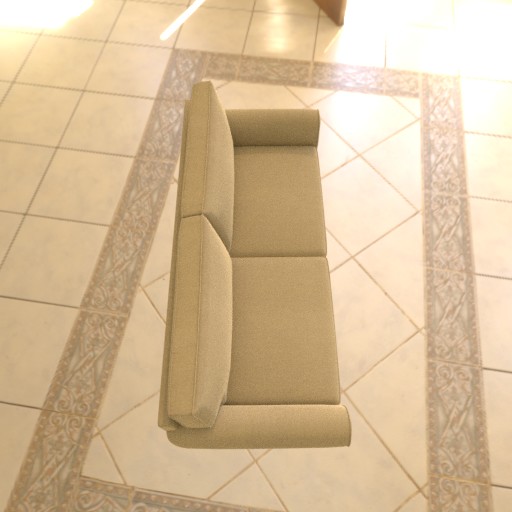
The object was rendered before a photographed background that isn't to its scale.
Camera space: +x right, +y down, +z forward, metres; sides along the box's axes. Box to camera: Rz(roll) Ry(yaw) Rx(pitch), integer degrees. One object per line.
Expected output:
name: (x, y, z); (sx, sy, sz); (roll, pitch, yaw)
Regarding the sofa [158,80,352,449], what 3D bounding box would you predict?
sofa: (0.000, 0.000, 2.671); (0.901, 0.962, 2.146); (-1, 63, 0)
